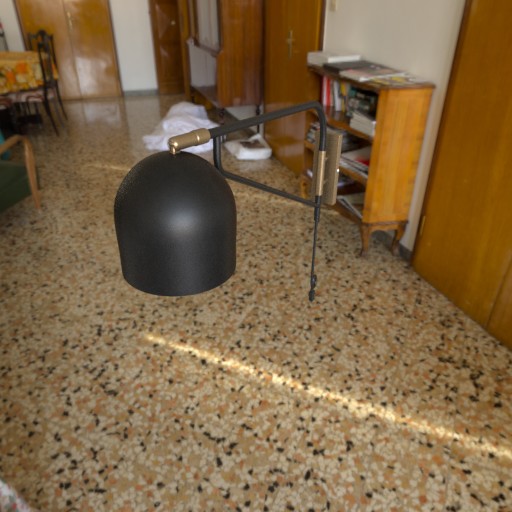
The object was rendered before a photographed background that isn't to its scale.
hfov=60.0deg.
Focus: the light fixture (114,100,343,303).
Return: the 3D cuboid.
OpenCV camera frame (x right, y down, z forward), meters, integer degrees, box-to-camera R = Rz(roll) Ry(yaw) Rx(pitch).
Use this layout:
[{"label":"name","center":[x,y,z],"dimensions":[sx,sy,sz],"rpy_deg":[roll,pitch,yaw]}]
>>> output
[{"label":"light fixture","center":[0.000,0.000,1.077],"dimensions":[0.215,0.696,0.720],"rpy_deg":[20,36,29]}]
